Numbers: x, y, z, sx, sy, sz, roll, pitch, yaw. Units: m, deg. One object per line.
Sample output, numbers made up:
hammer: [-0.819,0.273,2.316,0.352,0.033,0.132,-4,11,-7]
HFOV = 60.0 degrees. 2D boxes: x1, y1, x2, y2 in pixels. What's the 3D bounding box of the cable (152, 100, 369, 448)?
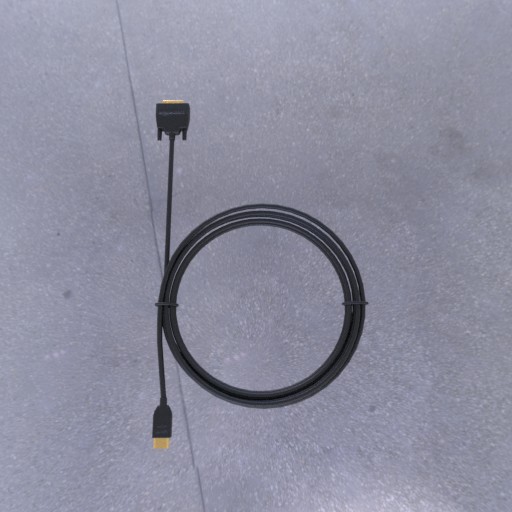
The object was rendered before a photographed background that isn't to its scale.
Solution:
cable: [0.000,0.000,0.525,0.257,0.030,0.422,0,76,0]
